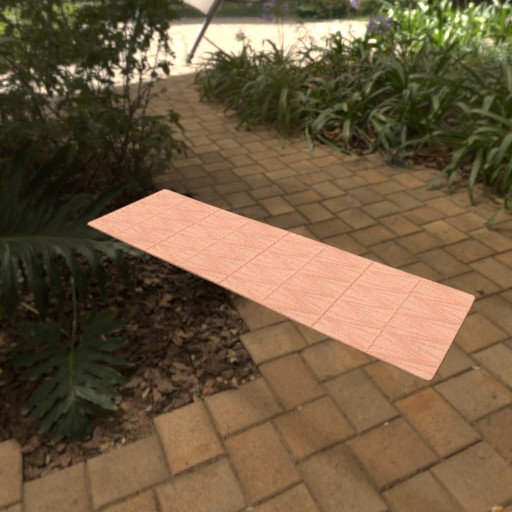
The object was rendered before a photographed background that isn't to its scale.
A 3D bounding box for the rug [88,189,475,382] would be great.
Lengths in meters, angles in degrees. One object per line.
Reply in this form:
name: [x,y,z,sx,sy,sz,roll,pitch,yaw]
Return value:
rug: [0.000,0.000,2.773,2.435,0.015,0.760,22,38,30]
